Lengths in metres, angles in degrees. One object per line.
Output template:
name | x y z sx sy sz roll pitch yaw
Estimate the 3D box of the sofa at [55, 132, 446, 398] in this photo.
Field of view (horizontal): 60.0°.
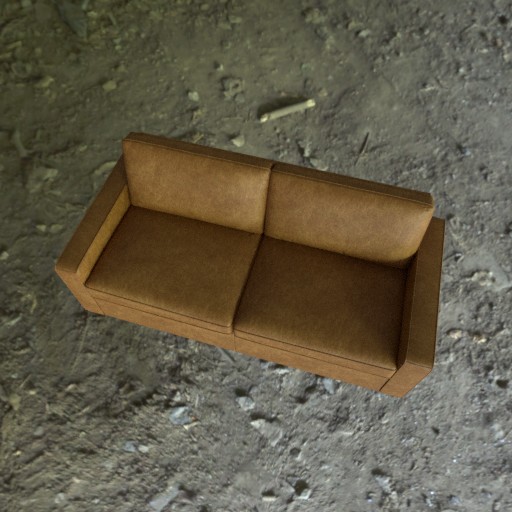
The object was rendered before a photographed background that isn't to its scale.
sofa | 0.000 0.000 2.688 2.156 0.928 0.991 14 59 8
